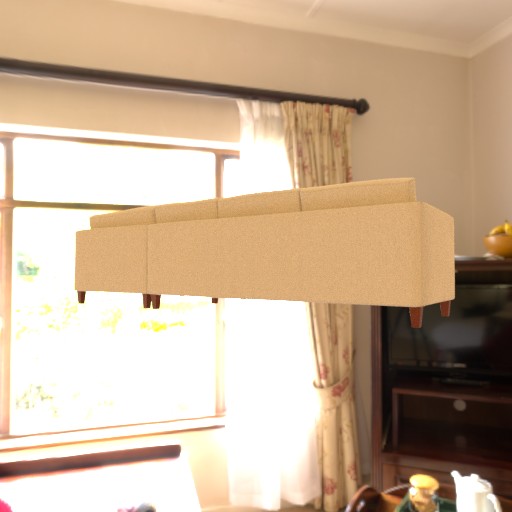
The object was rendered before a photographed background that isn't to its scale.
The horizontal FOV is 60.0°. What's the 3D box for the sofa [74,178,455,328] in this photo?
[{"bbox_3d":[0.000,0.000,4.204,3.471,0.954,1.599,-1,-2,35],"label":"sofa"}]
